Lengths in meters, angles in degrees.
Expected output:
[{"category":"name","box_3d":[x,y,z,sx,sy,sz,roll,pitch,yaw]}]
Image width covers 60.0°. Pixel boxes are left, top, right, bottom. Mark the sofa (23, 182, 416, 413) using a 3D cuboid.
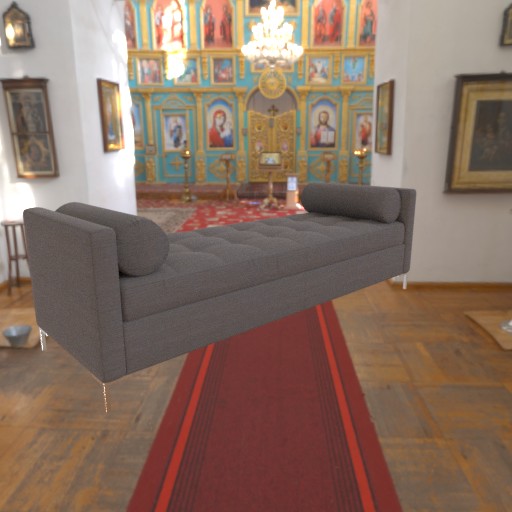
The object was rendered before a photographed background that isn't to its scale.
[{"category":"sofa","box_3d":[0.000,0.000,2.288,1.981,0.635,0.686,-13,19,-41]}]
